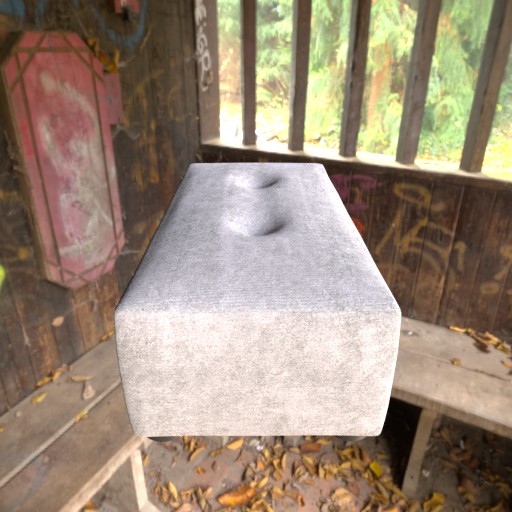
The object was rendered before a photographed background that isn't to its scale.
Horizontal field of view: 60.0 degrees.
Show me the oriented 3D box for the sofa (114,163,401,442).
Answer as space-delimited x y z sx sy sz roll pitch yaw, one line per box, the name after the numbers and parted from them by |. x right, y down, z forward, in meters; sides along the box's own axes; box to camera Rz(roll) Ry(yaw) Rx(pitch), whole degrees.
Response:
0.000 0.000 1.160 0.480 0.330 0.930 0 26 0 | sofa
